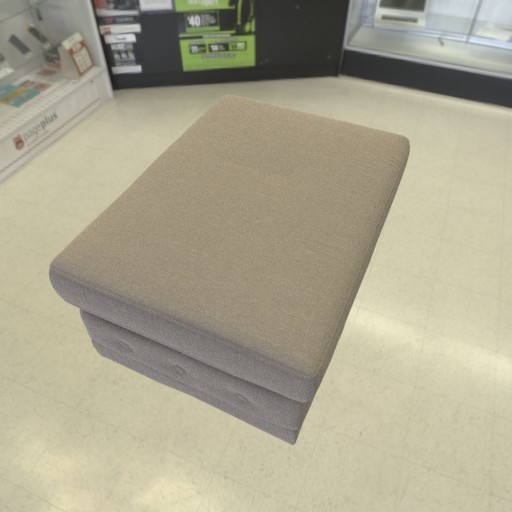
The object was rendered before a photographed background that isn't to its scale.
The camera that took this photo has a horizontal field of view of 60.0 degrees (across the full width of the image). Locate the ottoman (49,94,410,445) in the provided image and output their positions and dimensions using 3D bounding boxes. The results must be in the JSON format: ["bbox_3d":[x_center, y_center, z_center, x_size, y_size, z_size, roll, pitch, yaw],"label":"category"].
[{"bbox_3d":[0.000,0.000,1.149,0.569,0.500,0.771,19,50,17],"label":"ottoman"}]
